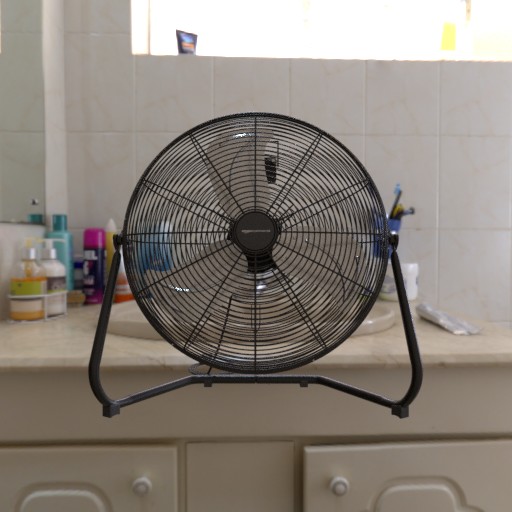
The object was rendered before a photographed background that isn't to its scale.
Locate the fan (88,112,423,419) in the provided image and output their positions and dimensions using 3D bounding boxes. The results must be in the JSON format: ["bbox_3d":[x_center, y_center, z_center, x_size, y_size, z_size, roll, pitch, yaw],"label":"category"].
[{"bbox_3d":[0.000,0.000,0.936,0.555,0.546,0.424,0,1,0],"label":"fan"}]
